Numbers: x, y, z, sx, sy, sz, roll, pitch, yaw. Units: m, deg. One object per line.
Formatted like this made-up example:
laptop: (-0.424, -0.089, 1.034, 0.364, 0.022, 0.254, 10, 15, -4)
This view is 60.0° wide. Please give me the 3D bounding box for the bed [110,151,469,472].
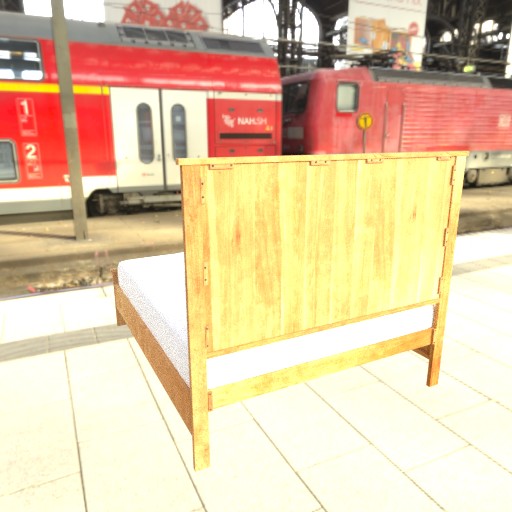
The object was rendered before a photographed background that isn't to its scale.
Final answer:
bed: (0.000, 0.000, 3.573, 1.936, 1.686, 2.201, -8, 17, -27)
